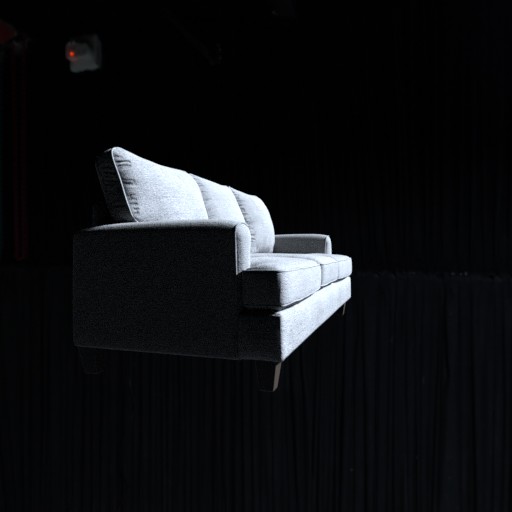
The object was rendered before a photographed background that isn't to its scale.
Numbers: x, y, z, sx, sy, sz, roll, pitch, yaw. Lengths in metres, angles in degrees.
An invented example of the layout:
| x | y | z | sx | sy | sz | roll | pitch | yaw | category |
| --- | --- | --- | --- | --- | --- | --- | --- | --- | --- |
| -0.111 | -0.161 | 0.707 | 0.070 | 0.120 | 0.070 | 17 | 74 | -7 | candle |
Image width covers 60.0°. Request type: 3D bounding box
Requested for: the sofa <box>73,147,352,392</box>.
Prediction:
| x | y | z | sx | sy | sz | roll | pitch | yaw | category |
| --- | --- | --- | --- | --- | --- | --- | --- | --- | --- |
| 0.000 | 0.000 | 2.716 | 0.951 | 0.965 | 2.158 | 0 | 1 | 18 | sofa |
